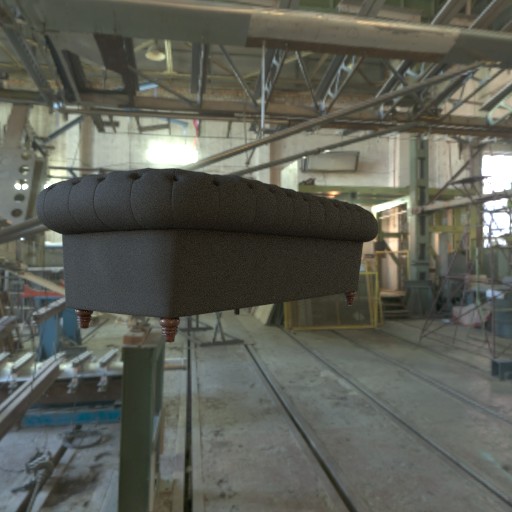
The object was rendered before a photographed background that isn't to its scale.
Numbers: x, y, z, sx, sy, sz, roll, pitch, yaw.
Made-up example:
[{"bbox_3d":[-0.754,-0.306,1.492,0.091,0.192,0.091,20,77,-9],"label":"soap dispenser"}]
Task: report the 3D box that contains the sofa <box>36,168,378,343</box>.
[{"bbox_3d":[0.000,0.000,2.805,0.991,0.762,2.362,0,0,36],"label":"sofa"}]
